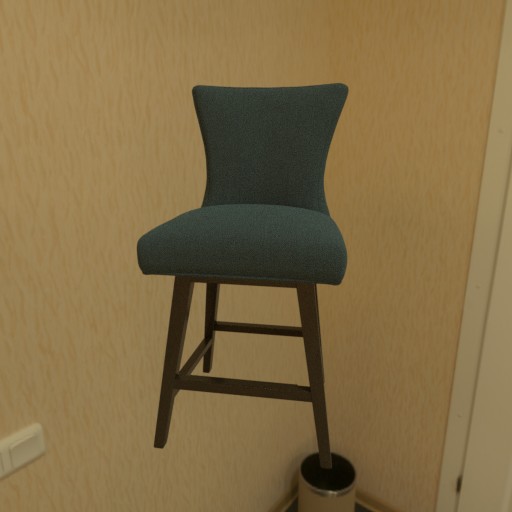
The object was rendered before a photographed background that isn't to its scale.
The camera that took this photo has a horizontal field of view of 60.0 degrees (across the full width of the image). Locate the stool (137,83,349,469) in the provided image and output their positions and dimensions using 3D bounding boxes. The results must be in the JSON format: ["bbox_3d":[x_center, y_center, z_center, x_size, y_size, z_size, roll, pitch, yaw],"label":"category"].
[{"bbox_3d":[0.000,0.000,1.327,0.514,1.000,0.574,3,16,9],"label":"stool"}]
